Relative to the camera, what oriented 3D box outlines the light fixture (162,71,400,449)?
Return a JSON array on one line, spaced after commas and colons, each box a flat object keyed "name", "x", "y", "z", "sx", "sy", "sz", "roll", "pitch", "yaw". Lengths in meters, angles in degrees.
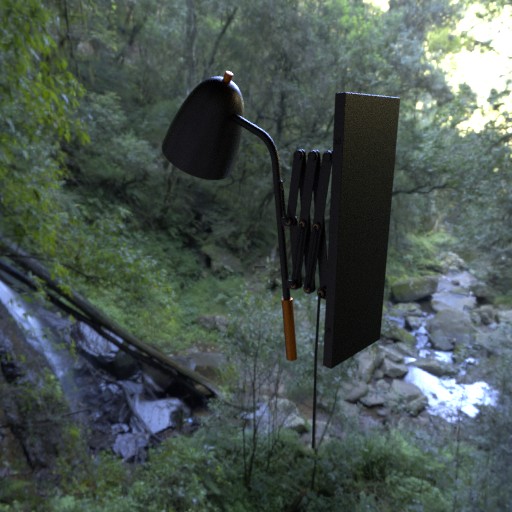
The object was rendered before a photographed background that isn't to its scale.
[{"name": "light fixture", "x": 0.000, "y": 0.000, "z": 0.904, "sx": 0.162, "sy": 0.715, "sz": 0.499, "roll": -15, "pitch": 22, "yaw": -43}]
